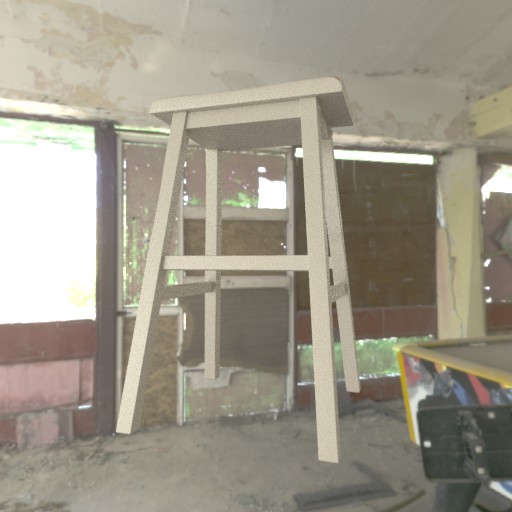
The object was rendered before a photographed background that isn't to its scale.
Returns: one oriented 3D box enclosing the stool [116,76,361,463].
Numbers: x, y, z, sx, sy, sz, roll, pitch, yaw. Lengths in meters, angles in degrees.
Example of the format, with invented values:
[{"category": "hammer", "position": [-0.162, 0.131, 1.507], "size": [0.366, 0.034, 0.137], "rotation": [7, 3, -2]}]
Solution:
[{"category": "stool", "position": [0.000, 0.000, 1.079], "size": [0.457, 0.737, 0.476], "rotation": [0, -1, 18]}]
